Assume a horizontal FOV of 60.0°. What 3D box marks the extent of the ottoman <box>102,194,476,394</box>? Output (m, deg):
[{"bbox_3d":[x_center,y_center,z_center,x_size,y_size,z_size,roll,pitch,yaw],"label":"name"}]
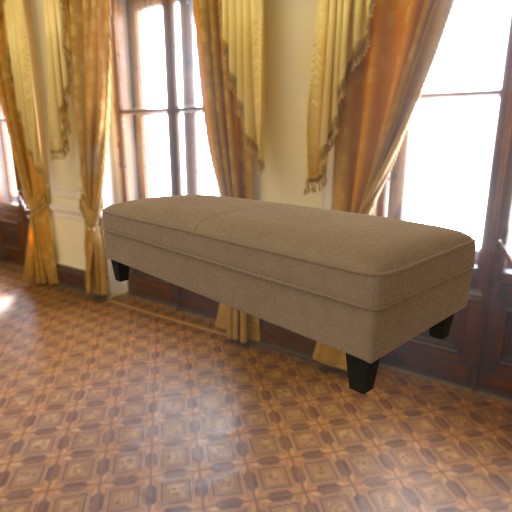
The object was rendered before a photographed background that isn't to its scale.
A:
[{"bbox_3d":[0.000,0.000,2.065,0.735,0.460,1.726,-13,19,-42],"label":"ottoman"}]
